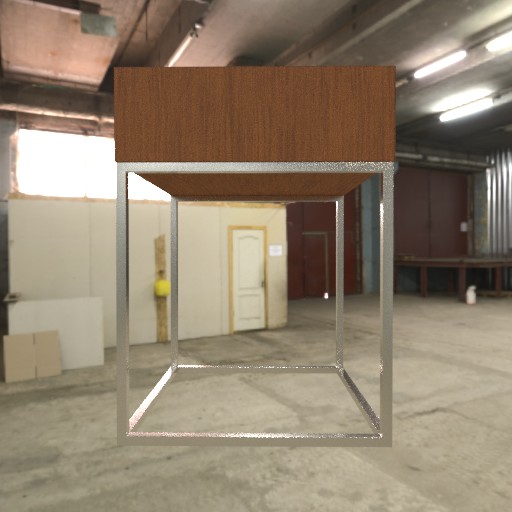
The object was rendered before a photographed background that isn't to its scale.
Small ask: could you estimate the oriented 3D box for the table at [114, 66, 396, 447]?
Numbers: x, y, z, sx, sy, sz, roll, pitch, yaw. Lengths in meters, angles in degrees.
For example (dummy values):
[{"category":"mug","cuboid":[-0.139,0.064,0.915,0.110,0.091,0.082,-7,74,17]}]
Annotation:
[{"category":"table","cuboid":[0.000,0.000,0.827,0.398,0.540,0.397,0,1,1]}]
